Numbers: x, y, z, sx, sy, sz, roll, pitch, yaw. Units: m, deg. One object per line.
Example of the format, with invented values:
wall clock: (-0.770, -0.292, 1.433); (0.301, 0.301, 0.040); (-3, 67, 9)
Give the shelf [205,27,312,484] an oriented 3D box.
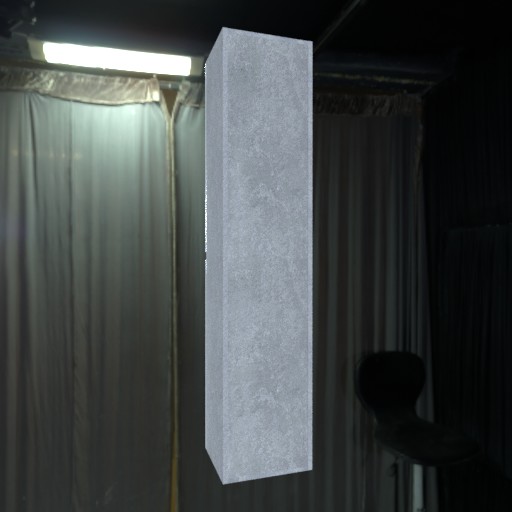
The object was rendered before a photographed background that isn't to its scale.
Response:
shelf: (0.000, 0.000, 1.532); (0.300, 1.400, 0.270); (0, 0, -18)
